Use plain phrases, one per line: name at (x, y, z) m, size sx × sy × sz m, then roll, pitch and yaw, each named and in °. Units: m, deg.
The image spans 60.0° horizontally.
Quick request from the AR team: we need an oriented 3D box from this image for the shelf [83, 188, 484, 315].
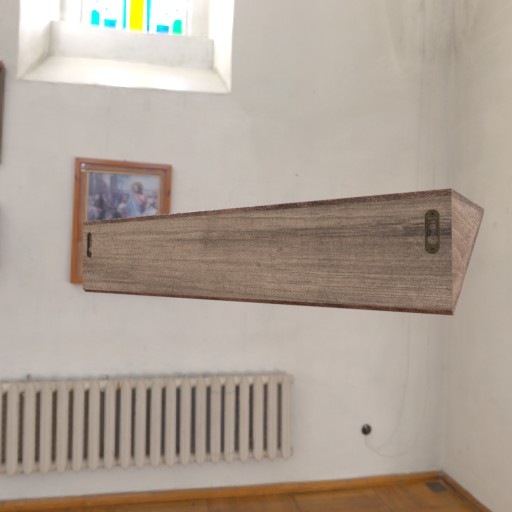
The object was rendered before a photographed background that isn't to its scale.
shelf at (0.000, 0.000, 0.690) m, size 0.610 × 0.125 × 0.200 m, roll -1°, pitch -1°, yaw 35°
